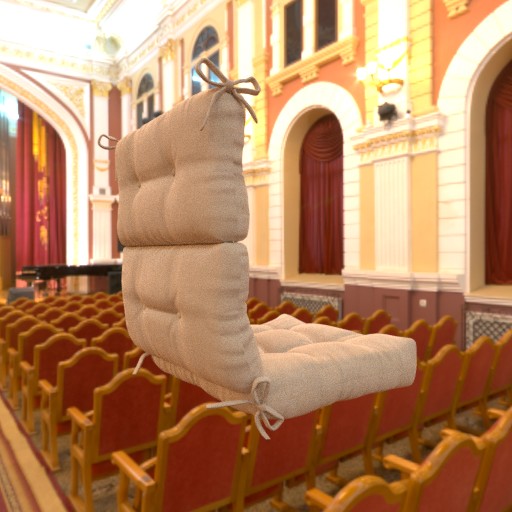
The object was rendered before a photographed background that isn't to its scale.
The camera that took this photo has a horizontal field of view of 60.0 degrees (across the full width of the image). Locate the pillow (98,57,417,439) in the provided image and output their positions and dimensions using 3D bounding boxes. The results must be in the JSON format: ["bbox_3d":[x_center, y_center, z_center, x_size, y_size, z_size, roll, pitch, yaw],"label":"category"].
[{"bbox_3d":[0.000,0.000,1.012,0.571,0.605,0.519,0,0,-36],"label":"pillow"}]
